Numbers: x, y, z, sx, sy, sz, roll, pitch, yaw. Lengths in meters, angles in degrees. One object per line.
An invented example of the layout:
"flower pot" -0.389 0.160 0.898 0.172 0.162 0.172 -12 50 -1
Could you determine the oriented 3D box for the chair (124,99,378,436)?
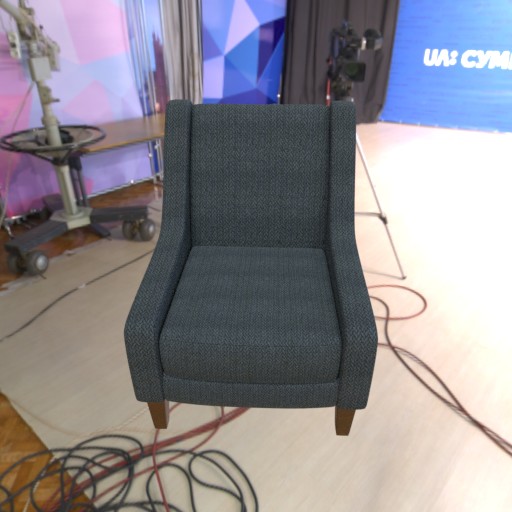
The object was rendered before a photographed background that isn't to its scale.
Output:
"chair" 0.000 0.000 1.726 0.793 1.012 0.944 1 30 2
